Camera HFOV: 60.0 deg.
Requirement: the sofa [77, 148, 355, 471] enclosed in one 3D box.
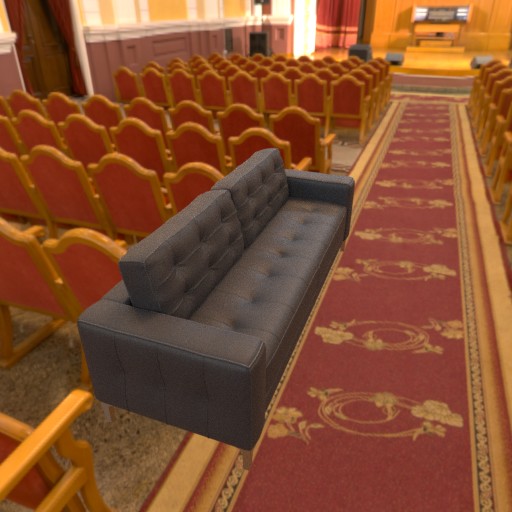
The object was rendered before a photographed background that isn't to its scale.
[{"bbox_3d":[0.000,0.000,2.773,0.833,0.893,2.275,11,31,18],"label":"sofa"}]
